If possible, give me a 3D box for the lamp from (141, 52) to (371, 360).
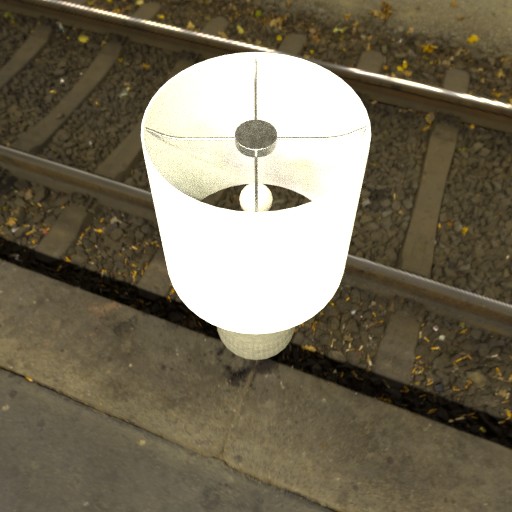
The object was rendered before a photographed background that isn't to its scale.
[{"bbox_3d":[0.000,0.000,0.475,0.186,0.369,0.186,0,59,0],"label":"lamp"}]
